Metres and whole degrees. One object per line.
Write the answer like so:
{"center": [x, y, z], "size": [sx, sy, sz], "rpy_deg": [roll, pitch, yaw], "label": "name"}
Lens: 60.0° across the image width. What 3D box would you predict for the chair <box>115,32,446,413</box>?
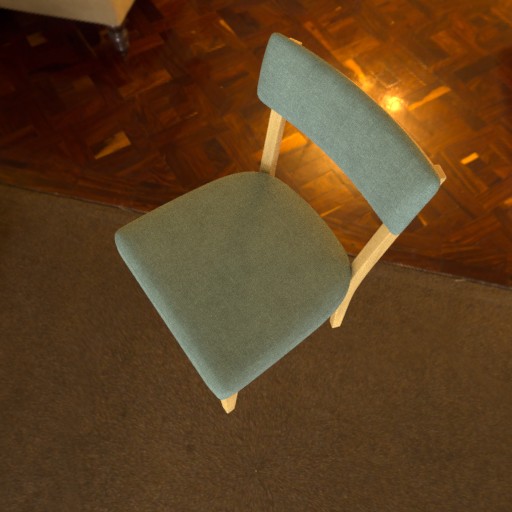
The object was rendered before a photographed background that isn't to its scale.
{"center": [0.000, 0.000, 1.161], "size": [0.572, 0.832, 0.508], "rpy_deg": [-33, 69, -15], "label": "chair"}
